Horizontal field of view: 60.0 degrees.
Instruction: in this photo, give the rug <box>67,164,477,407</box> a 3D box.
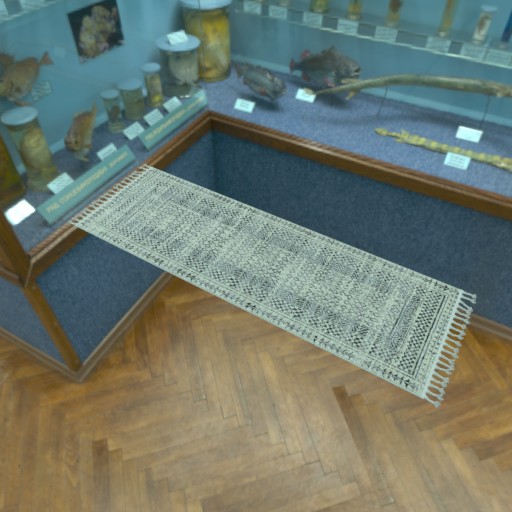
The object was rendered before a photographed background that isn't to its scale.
[{"bbox_3d":[0.000,0.000,2.716,2.480,0.013,0.786,24,51,21],"label":"rug"}]
